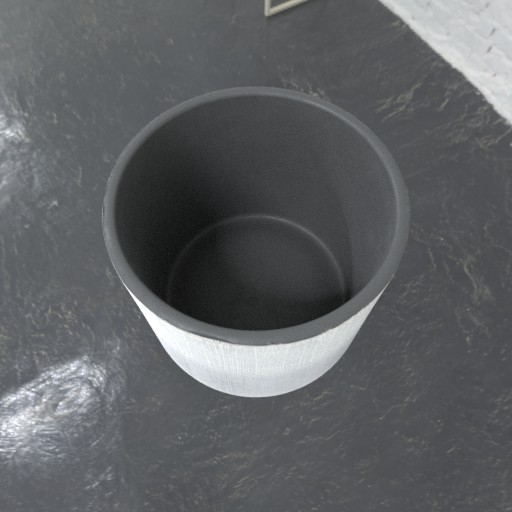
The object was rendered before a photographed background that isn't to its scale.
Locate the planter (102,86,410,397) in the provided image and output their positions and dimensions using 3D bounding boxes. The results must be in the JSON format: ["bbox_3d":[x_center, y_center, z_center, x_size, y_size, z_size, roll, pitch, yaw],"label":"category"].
[{"bbox_3d":[0.000,0.000,0.458,0.254,0.221,0.254,0,63,0],"label":"planter"}]
